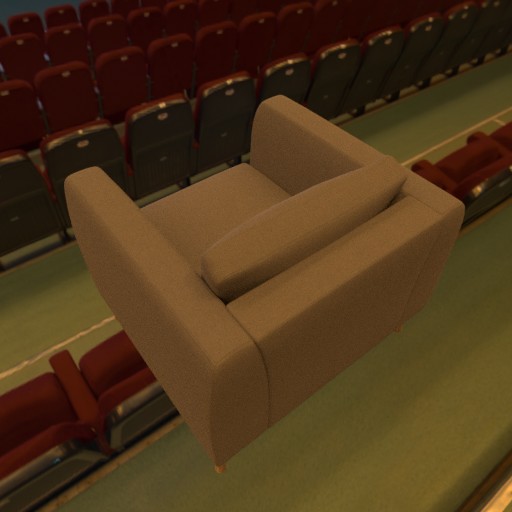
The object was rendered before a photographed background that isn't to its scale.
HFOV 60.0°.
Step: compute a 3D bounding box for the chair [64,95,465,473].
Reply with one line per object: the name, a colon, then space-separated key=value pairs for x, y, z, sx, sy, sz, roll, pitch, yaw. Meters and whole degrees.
chair: x=0.000 y=0.000 z=1.621 sx=1.000 sy=0.860 sz=0.930 roll=-29 pitch=54 yaw=-25
